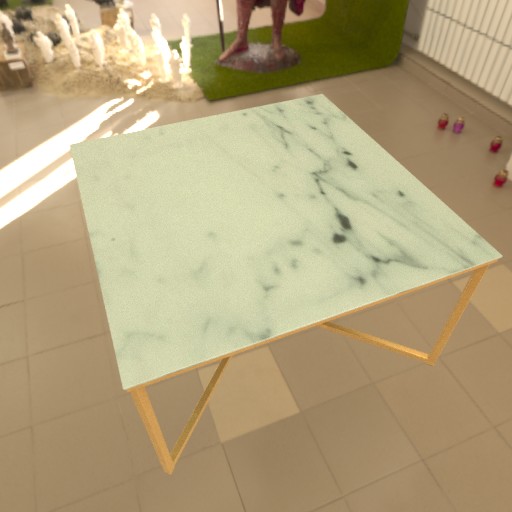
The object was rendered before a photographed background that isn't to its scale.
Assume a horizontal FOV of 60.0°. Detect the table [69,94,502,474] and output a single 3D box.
[{"bbox_3d":[0.000,0.000,1.250,0.800,0.450,0.800,-16,48,-15],"label":"table"}]
